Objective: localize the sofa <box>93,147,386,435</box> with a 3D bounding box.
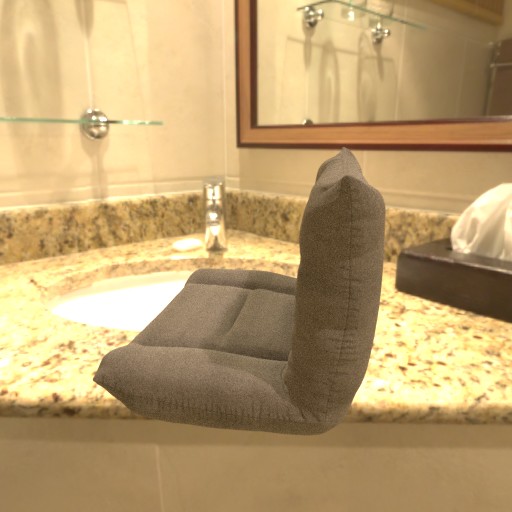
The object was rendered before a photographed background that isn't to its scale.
[{"bbox_3d":[0.000,0.000,1.705,0.847,0.795,1.144,2,15,9],"label":"sofa"}]
